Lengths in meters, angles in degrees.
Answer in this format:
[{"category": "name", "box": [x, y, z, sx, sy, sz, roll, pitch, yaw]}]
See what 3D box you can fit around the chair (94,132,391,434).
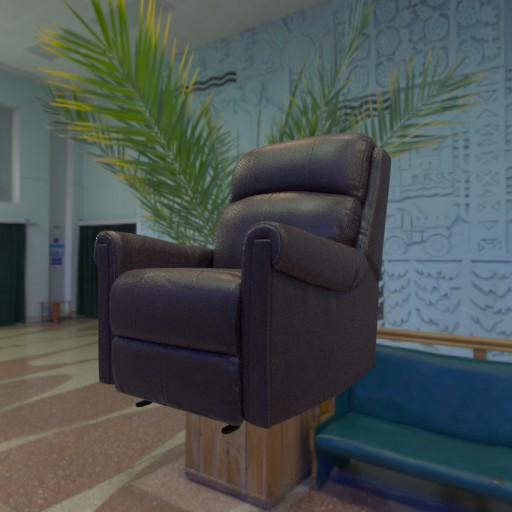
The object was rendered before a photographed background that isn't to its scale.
[{"category": "chair", "box": [0.000, 0.000, 1.759, 0.838, 1.054, 1.014, 0, 0, 36]}]
